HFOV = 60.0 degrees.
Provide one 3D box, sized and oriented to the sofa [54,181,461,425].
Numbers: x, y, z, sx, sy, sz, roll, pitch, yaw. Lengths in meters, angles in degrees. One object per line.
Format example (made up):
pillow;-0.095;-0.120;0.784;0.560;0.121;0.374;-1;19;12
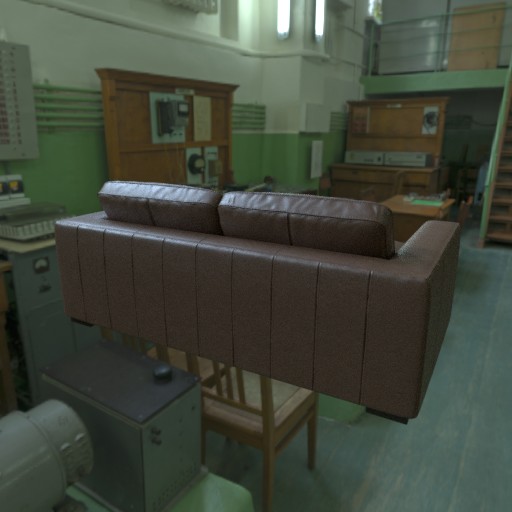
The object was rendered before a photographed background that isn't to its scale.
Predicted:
sofa;0.000;0.000;2.386;1.920;0.800;1.070;9;19;28
